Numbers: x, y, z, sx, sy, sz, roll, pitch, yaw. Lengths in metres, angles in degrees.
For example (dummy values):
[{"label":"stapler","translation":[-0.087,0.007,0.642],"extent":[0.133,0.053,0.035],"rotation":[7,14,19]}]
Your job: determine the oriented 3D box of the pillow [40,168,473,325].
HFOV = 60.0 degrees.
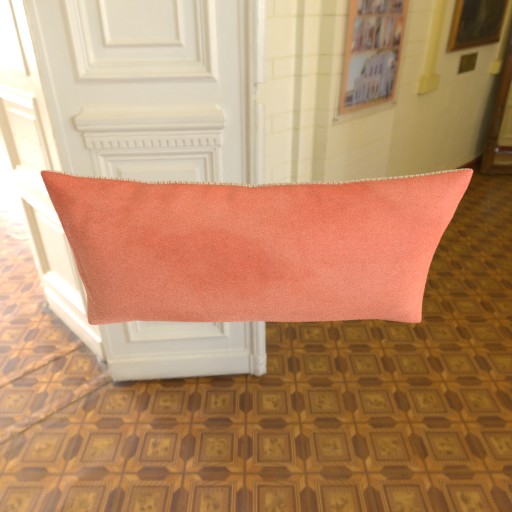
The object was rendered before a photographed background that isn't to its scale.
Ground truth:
[{"label":"pillow","translation":[0.000,0.000,0.716],"extent":[0.608,0.307,0.155],"rotation":[0,30,0]}]
